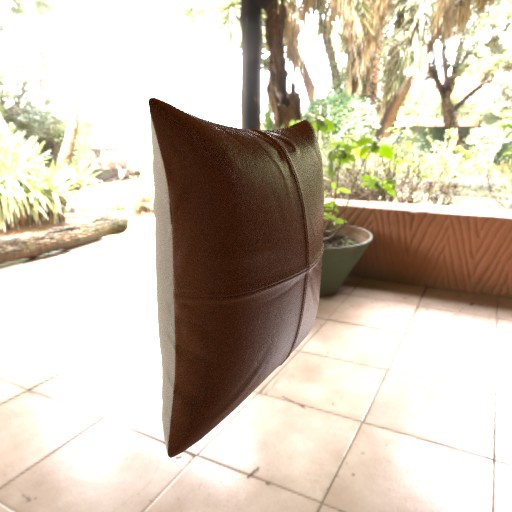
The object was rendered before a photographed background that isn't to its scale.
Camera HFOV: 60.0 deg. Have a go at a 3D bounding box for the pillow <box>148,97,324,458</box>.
[{"bbox_3d":[0.000,0.000,0.767,0.192,0.477,0.501,7,16,26],"label":"pillow"}]
